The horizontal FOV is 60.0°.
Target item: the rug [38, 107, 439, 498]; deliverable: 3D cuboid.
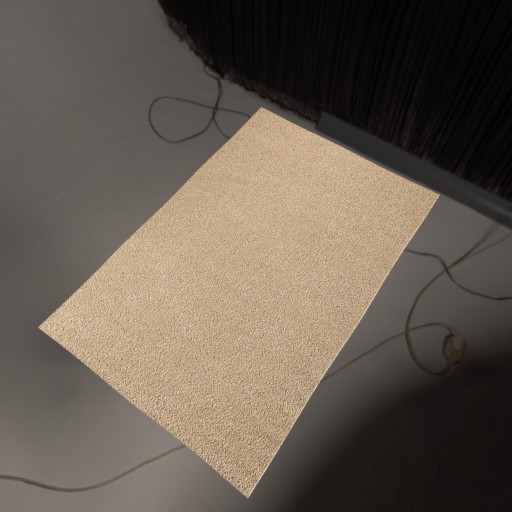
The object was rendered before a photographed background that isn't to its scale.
[{"bbox_3d":[0.000,0.000,3.377,1.800,0.025,2.699,32,65,17],"label":"rug"}]
